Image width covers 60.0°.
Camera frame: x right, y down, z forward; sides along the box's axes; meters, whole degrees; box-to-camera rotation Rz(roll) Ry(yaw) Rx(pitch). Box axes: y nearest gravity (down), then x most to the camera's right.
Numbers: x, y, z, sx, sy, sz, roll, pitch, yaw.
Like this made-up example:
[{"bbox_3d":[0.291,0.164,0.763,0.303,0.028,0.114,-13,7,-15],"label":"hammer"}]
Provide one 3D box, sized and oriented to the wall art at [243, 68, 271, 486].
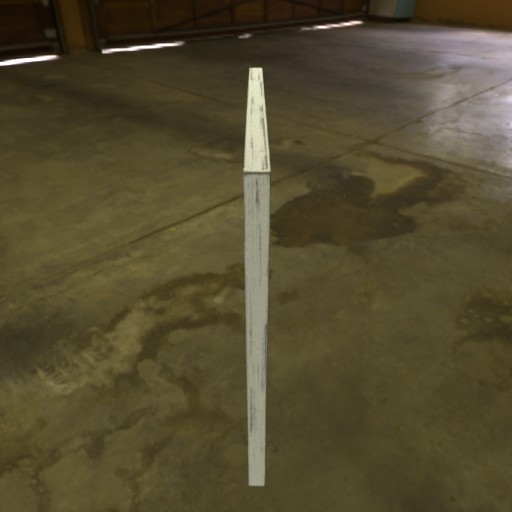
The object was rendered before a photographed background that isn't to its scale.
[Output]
[{"bbox_3d":[0.000,0.000,1.125,0.037,0.761,0.761,0,33,0],"label":"wall art"}]
